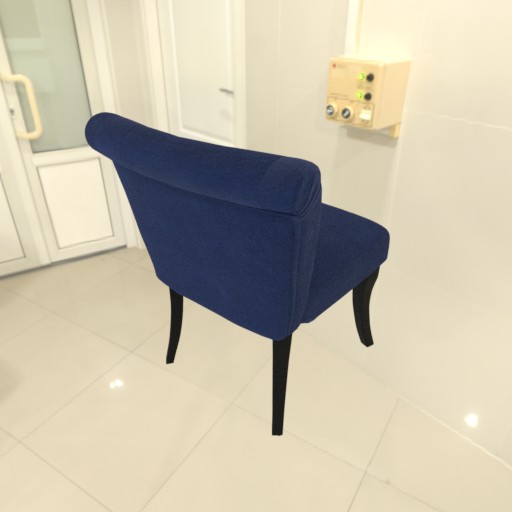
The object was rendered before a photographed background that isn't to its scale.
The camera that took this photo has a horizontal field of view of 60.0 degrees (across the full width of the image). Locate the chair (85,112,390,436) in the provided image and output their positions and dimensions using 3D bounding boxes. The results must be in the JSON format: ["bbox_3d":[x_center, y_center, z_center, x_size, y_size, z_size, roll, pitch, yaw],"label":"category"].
[{"bbox_3d":[0.000,0.000,1.185,0.585,0.753,0.606,22,37,33],"label":"chair"}]
